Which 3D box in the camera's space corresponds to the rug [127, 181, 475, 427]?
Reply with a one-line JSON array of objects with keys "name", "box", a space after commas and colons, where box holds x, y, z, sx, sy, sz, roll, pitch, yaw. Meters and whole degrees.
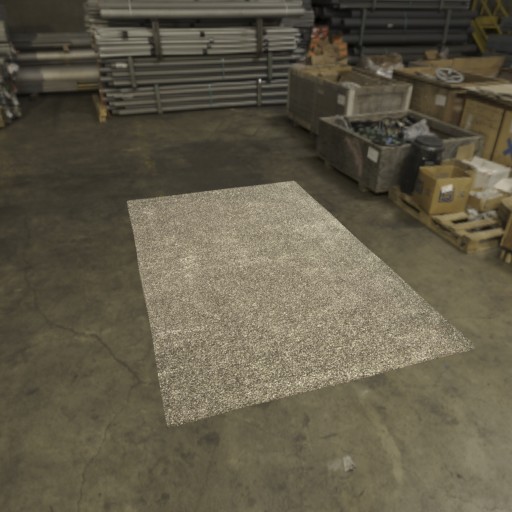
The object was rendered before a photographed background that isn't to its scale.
[{"name": "rug", "box": [0.000, 0.000, 2.928, 1.502, 0.025, 2.350, -9, 32, -15]}]
